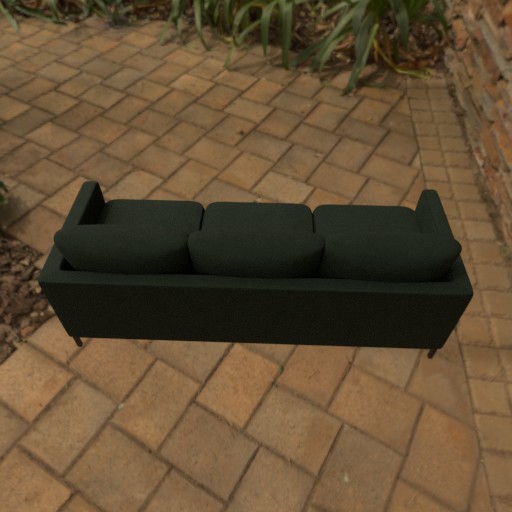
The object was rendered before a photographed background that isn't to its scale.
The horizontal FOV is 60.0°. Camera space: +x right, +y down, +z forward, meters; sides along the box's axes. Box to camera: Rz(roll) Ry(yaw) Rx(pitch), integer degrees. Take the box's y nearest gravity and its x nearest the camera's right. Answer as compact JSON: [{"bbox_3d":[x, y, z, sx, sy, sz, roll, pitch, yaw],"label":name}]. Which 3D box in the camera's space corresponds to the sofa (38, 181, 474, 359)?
[{"bbox_3d":[0.000,0.000,2.675,2.218,0.870,0.859,2,48,1],"label":"sofa"}]
